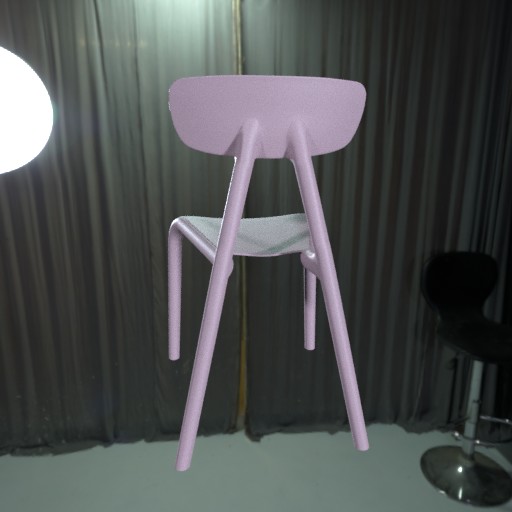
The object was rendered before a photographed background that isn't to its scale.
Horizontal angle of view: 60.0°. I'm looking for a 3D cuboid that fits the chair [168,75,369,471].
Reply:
[{"bbox_3d":[0.000,0.000,0.829,0.356,0.580,0.401,-2,14,-9],"label":"chair"}]
